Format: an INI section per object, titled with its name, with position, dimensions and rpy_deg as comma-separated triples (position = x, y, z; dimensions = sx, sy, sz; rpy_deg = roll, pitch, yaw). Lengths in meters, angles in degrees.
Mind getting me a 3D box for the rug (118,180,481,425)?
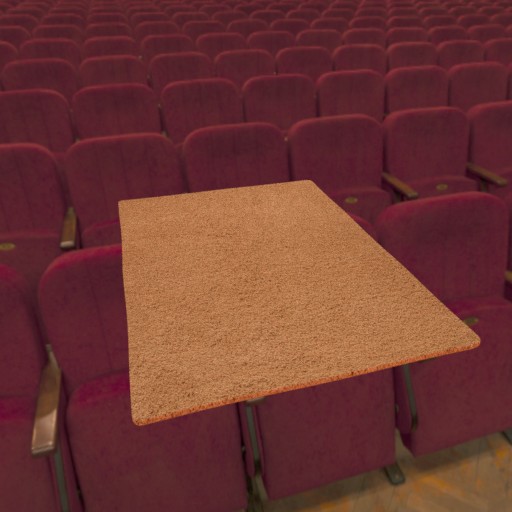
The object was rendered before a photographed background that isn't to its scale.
[rug]
position = 0.000, 0.000, 2.065
dimensions = 1.199, 0.025, 1.600
rpy_deg = -9, 32, -14
